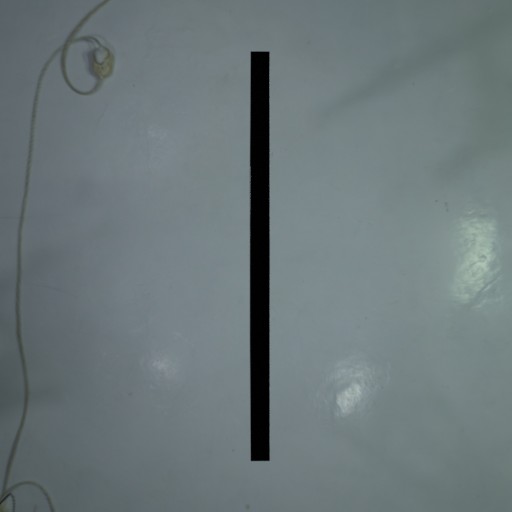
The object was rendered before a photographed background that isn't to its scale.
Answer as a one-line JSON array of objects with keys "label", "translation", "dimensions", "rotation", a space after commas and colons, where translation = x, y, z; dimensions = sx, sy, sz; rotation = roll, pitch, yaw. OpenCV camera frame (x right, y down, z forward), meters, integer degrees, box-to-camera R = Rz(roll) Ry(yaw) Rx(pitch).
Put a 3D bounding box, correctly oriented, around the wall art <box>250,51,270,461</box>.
[{"label": "wall art", "translation": [0.000, 0.000, 1.401], "dimensions": [0.040, 1.062, 0.805], "rotation": [0, 90, -1]}]
